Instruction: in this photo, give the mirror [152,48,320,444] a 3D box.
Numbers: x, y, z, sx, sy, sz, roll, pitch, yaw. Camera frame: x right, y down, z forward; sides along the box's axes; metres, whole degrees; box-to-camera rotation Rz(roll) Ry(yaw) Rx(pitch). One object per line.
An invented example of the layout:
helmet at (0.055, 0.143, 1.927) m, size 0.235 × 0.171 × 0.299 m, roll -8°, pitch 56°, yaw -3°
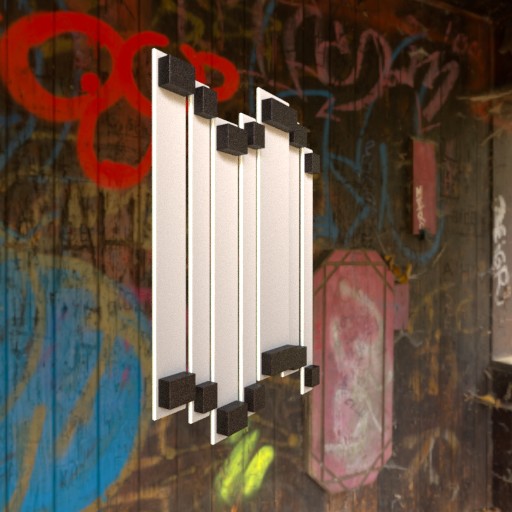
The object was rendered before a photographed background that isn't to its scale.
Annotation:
mirror at (0.000, 0.000, 0.803) m, size 0.058 × 0.611 × 0.445 m, roll 0°, pitch 0°, yaw 35°
